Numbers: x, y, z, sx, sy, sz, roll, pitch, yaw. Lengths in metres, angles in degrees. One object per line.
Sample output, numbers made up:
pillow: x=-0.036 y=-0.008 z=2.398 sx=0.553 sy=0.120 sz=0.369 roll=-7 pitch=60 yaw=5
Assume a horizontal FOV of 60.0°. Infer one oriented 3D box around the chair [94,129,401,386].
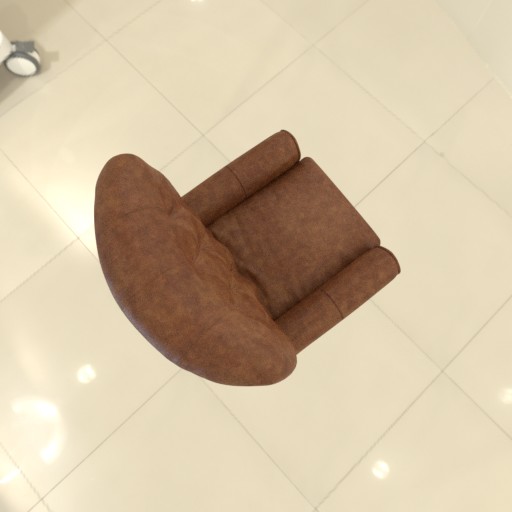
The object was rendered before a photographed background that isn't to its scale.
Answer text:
chair: x=0.000 y=0.000 z=1.959 sx=1.059 sy=1.164 sz=0.951 roll=-35 pitch=78 yaw=-9
